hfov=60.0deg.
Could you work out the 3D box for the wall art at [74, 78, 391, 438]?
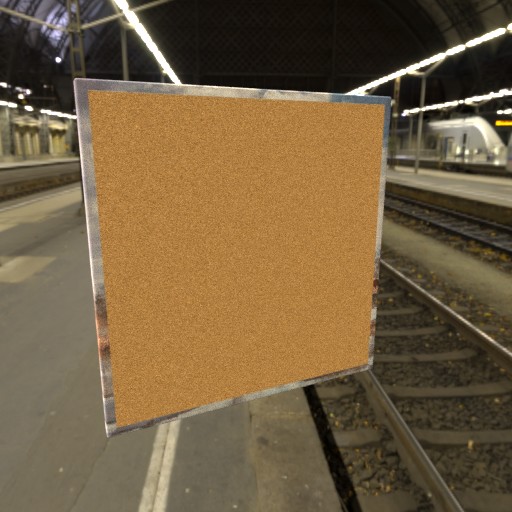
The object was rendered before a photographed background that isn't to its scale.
[{"bbox_3d":[0.000,0.000,1.269,0.888,0.897,0.035,-7,15,-25],"label":"wall art"}]
